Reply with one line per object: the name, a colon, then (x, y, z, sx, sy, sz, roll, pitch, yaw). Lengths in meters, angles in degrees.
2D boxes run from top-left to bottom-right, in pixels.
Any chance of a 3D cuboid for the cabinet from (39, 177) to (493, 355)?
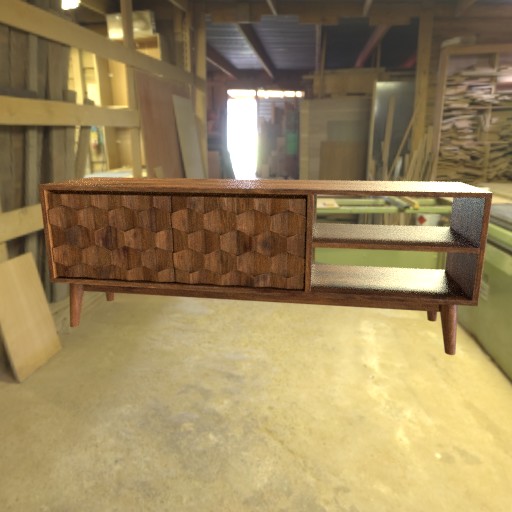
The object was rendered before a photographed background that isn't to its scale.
cabinet: (0.000, 0.000, 1.630, 1.448, 0.528, 0.349, 2, 15, 9)
